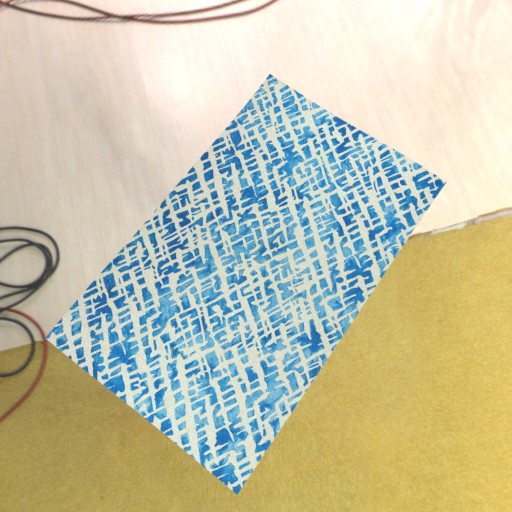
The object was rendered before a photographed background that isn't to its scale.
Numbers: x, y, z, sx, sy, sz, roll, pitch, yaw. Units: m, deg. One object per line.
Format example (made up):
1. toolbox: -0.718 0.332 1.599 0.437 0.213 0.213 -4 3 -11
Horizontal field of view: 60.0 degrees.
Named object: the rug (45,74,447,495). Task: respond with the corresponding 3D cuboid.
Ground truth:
1. rug: 0.000 0.000 2.951 1.520 0.011 2.447 35 77 9
